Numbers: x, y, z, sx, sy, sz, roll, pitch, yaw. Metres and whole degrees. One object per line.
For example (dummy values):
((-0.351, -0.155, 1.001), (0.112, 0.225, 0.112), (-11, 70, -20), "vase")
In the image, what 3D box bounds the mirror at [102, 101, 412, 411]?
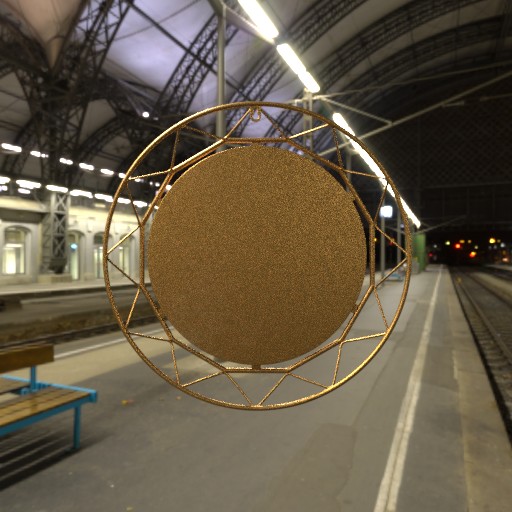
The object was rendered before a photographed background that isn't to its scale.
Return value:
((0.000, 0.000, 0.669), (0.454, 0.454, 0.043), (0, 0, 2), "mirror")
